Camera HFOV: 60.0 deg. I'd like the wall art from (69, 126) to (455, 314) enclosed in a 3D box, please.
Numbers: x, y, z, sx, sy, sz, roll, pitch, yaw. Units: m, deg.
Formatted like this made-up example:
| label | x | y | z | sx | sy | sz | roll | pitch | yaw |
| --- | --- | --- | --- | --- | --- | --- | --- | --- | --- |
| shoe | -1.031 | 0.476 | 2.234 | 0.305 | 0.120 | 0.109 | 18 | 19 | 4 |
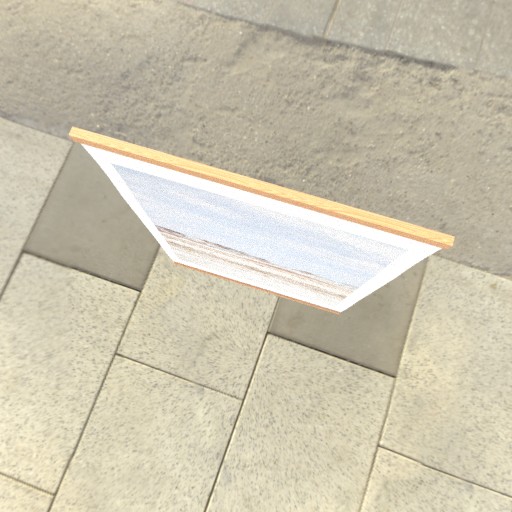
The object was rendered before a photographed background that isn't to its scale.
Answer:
| label | x | y | z | sx | sy | sz | roll | pitch | yaw |
| --- | --- | --- | --- | --- | --- | --- | --- | --- | --- |
| wall art | 0.000 | 0.000 | 1.858 | 1.011 | 1.521 | 0.025 | 17 | 77 | 4 |
